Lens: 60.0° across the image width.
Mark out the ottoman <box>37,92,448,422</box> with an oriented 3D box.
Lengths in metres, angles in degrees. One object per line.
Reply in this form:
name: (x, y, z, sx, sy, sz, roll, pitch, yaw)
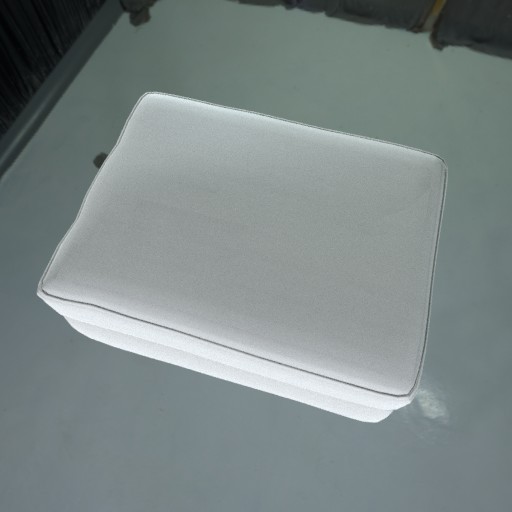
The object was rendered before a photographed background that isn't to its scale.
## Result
ottoman: (0.000, 0.000, 1.166, 0.818, 0.479, 0.634, 15, 65, 7)
